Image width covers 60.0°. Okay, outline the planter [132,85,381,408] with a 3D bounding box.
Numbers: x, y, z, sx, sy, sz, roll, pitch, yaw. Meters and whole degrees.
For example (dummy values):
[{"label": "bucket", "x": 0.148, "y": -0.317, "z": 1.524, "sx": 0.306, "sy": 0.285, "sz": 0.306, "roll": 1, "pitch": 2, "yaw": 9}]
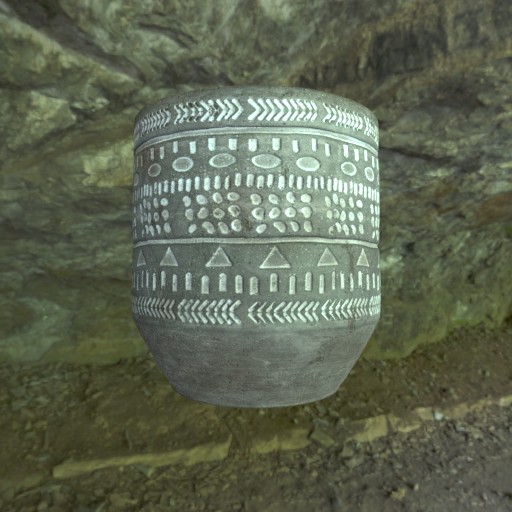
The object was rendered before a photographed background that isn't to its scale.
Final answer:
[{"label": "planter", "x": 0.000, "y": 0.000, "z": 0.263, "sx": 0.142, "sy": 0.149, "sz": 0.142, "roll": 0, "pitch": -1, "yaw": 0}]
